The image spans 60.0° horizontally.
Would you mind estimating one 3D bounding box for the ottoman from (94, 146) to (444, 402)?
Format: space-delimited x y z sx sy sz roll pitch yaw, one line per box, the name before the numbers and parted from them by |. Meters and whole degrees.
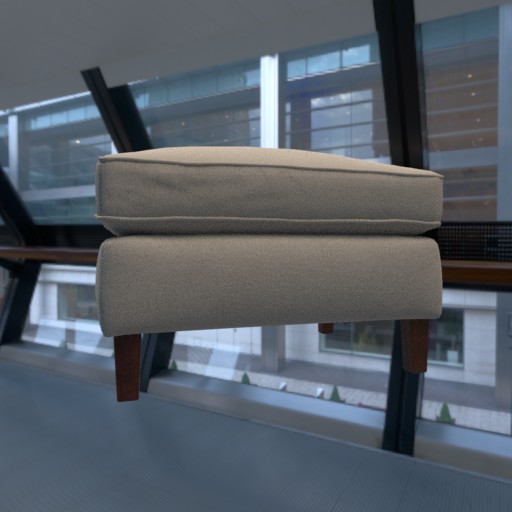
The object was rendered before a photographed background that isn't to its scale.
ottoman | 0.000 0.000 0.998 0.665 0.456 0.501 0 1 -17
